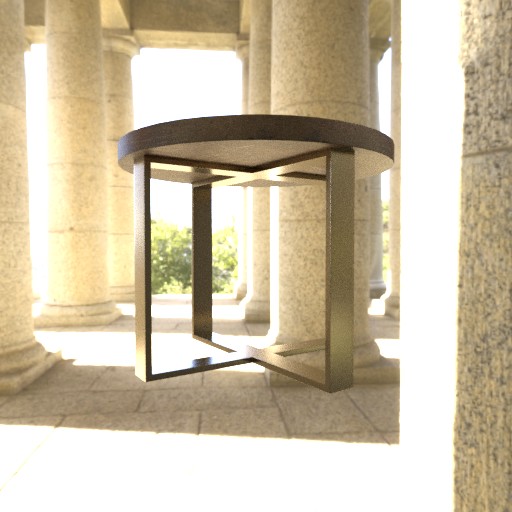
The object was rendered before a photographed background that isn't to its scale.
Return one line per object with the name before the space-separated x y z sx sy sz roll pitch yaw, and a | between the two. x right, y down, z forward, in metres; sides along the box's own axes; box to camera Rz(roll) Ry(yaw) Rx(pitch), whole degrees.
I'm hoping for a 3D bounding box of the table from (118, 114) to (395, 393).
table | 0.000 0.000 0.942 0.557 0.437 0.557 0 2 0
